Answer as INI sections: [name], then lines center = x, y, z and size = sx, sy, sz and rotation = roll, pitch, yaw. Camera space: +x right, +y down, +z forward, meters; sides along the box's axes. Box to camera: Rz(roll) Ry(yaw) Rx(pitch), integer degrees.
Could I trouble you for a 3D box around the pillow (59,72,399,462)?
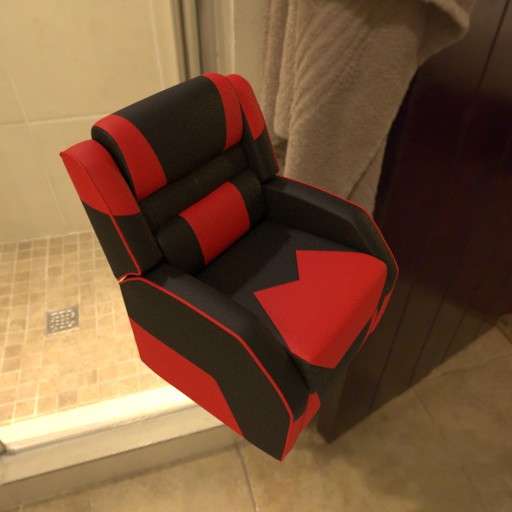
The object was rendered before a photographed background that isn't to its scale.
[pillow]
center = 0.000, 0.000, 1.270
size = 0.672, 0.805, 0.620
rotation = 26, 48, 26
